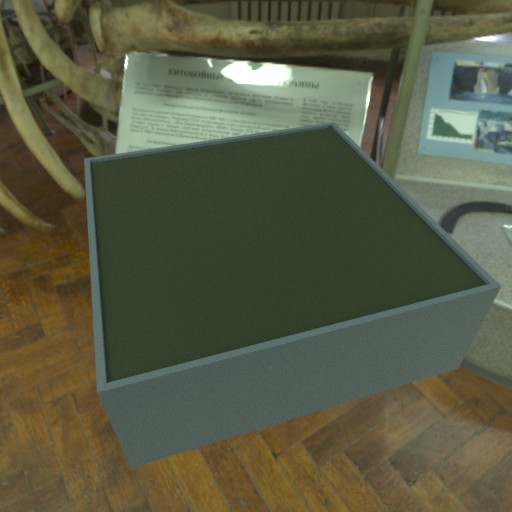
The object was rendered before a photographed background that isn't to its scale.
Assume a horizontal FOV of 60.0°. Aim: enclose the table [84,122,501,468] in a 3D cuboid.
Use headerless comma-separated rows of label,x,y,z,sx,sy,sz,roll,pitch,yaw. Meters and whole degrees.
table,0.000,0.000,1.202,0.801,0.299,0.801,-12,43,-13
